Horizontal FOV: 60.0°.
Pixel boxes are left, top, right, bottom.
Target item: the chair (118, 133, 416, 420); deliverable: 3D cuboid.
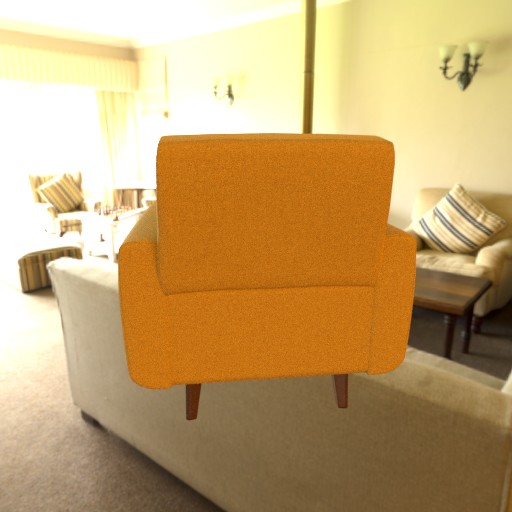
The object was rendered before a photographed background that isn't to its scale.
[{"bbox_3d":[0.000,0.000,1.581,0.831,0.841,0.909,-2,15,-7],"label":"chair"}]
